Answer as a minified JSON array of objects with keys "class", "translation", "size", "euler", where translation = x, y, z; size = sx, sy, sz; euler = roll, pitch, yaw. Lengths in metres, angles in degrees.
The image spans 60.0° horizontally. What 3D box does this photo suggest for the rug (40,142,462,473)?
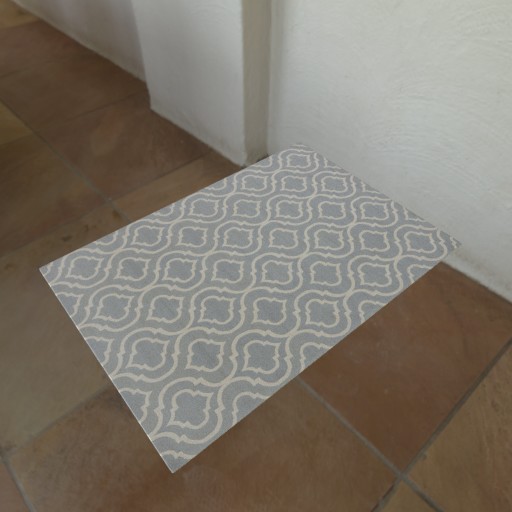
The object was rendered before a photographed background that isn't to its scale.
[{"class":"rug","translation":[0.000,0.000,2.649],"size":[2.080,0.010,1.451],"euler":[-31,54,-26]}]
